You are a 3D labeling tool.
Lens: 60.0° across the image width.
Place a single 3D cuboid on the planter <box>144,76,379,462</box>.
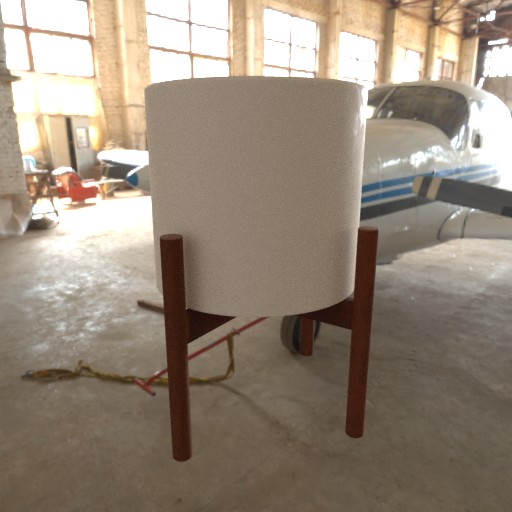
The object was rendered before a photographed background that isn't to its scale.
[{"bbox_3d":[0.000,0.000,0.504,0.224,0.358,0.224,-3,16,-10],"label":"planter"}]
